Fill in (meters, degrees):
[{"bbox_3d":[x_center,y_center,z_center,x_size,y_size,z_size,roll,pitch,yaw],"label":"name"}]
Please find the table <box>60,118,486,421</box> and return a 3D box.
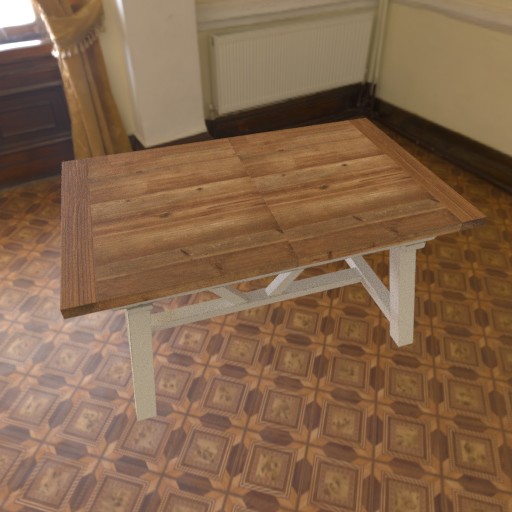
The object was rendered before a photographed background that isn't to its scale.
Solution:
[{"bbox_3d":[0.000,0.000,2.046,1.503,0.743,0.922,-12,42,-13],"label":"table"}]
